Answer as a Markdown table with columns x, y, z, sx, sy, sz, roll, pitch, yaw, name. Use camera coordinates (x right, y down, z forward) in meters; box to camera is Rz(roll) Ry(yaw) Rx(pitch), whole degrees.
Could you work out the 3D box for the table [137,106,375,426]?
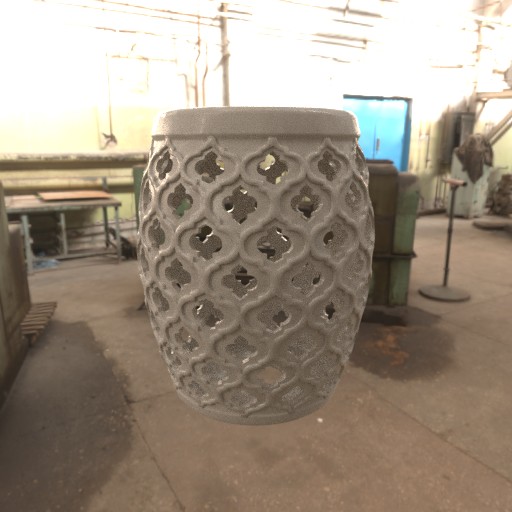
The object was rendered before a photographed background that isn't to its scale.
| x | y | z | sx | sy | sz | roll | pitch | yaw | name |
| --- | --- | --- | --- | --- | --- | --- | --- | --- | --- |
| 0.000 | 0.000 | 0.632 | 0.325 | 0.388 | 0.325 | 0 | 14 | 0 | table |
